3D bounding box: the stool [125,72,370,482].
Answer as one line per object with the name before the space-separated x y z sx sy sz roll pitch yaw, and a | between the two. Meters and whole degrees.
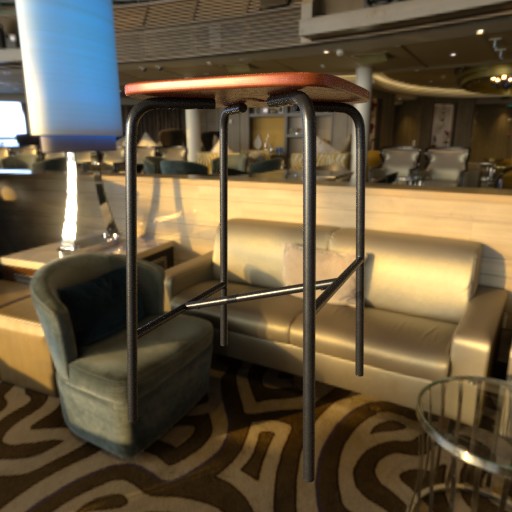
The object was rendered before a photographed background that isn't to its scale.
stool | 0.000 0.000 0.862 0.376 0.610 0.376 7 16 25
